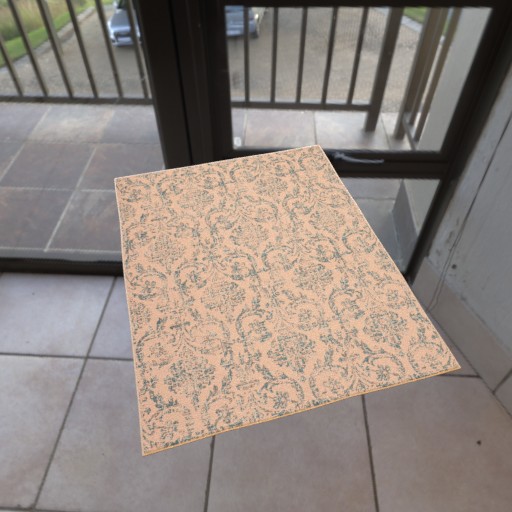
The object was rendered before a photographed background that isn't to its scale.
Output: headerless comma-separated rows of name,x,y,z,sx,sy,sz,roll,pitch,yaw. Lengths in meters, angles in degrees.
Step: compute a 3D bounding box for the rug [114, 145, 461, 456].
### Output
rug,0.000,0.000,4.054,2.363,0.012,2.980,-12,49,-10
